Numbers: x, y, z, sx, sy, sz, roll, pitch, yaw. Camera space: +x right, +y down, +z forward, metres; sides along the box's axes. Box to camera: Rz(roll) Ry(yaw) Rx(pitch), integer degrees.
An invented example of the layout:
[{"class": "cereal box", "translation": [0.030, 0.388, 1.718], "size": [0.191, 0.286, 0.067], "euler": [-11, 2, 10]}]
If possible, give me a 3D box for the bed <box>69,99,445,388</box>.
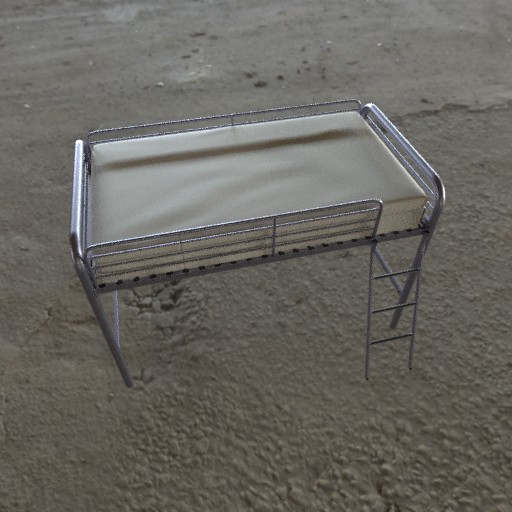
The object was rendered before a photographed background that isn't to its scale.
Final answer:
[{"class": "bed", "translation": [0.000, 0.000, 2.894], "size": [1.965, 1.288, 1.415], "euler": [-10, 47, -10]}]
